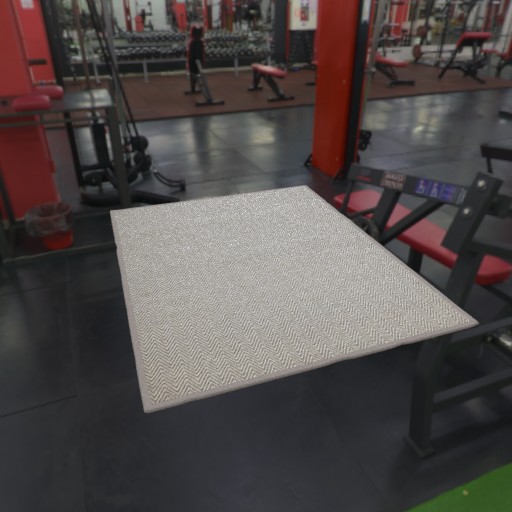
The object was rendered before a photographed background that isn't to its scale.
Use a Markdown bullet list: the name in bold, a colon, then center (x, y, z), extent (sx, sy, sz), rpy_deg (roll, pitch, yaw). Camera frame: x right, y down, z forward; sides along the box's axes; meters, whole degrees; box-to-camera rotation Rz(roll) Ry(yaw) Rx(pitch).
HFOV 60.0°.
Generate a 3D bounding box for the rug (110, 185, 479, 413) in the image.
- **rug**: center (0.000, 0.000, 4.132), extent (2.434, 0.032, 3.007), rpy_deg (-10, 31, -17)
